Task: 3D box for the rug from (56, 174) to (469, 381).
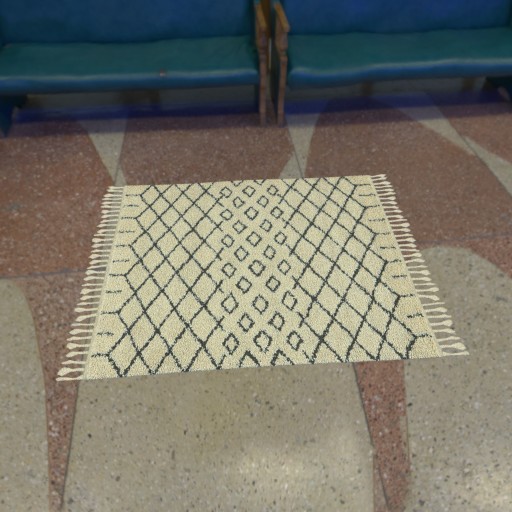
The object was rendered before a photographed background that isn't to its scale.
[{"bbox_3d":[0.000,0.000,4.238,3.213,0.030,2.388,-3,47,-3],"label":"rug"}]
